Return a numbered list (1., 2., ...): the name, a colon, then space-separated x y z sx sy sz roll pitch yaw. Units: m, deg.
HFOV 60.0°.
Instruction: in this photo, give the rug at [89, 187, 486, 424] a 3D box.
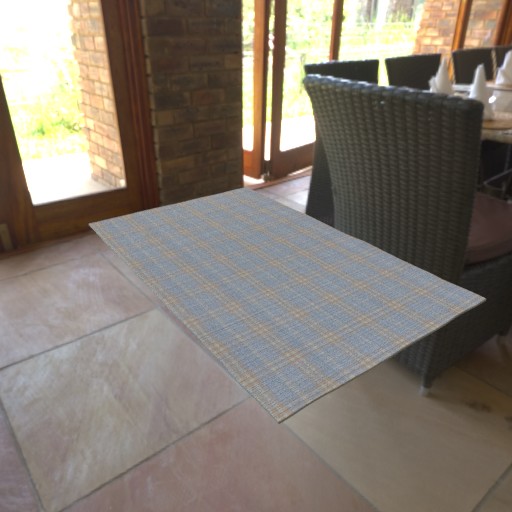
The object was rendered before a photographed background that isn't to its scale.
1. rug: 0.000 0.000 3.058 1.545 0.016 2.460 -19 33 -31
